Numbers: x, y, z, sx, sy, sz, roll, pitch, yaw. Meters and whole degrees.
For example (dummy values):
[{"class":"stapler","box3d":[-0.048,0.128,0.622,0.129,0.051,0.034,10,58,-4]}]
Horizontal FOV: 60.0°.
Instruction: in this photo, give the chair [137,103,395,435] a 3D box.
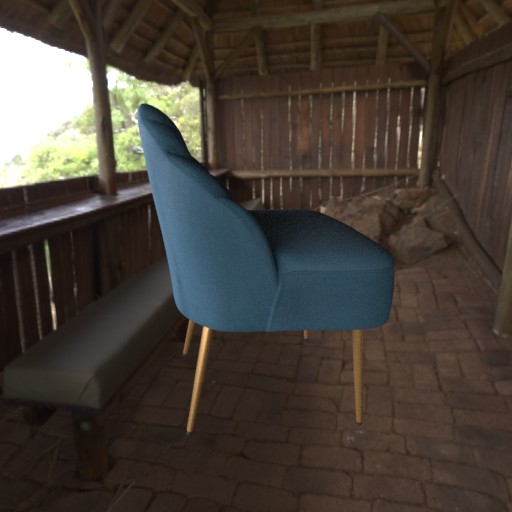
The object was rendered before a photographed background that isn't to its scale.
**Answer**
[{"class":"chair","box3d":[0.000,0.000,1.266,0.599,0.819,0.657,-3,16,-10]}]
